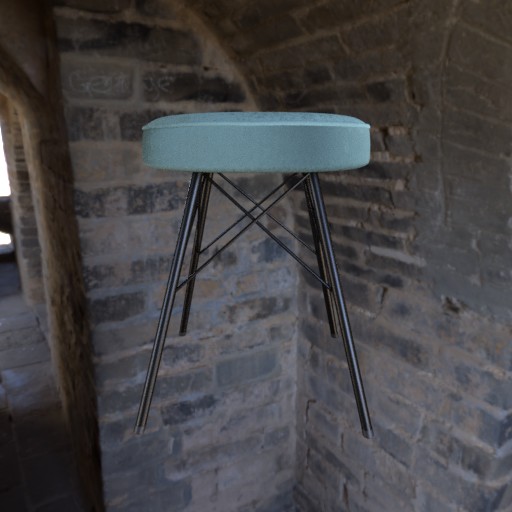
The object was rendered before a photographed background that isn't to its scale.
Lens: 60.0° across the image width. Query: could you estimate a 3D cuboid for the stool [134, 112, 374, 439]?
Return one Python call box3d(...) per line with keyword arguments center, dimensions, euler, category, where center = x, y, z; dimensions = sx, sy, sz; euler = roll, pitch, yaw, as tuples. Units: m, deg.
box3d(center=(0.000, 0.000, 0.869), dimensions=(0.457, 0.519, 0.458), euler=(3, 15, 10), category="stool")
